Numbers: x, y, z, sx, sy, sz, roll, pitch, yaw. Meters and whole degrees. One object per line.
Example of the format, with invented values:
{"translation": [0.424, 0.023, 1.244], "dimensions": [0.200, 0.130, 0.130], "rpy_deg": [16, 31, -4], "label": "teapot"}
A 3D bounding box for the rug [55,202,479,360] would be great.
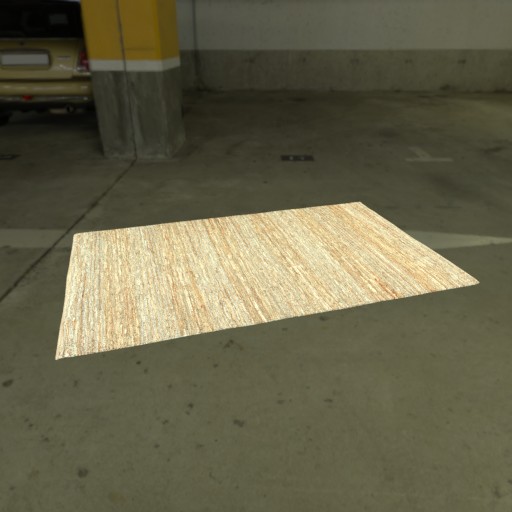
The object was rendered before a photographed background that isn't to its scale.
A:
{"translation": [0.000, 0.000, 3.050], "dimensions": [2.446, 0.009, 1.529], "rpy_deg": [-8, 28, -15], "label": "rug"}
